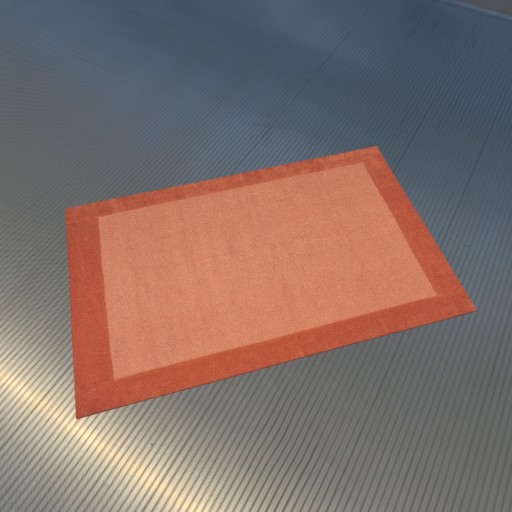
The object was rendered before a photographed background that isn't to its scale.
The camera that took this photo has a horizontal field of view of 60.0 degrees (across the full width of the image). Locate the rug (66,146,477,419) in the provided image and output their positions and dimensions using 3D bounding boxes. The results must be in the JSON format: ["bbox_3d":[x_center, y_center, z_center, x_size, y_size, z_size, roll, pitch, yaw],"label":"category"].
[{"bbox_3d":[0.000,0.000,2.980,2.438,0.014,1.524,-13,57,-8],"label":"rug"}]
